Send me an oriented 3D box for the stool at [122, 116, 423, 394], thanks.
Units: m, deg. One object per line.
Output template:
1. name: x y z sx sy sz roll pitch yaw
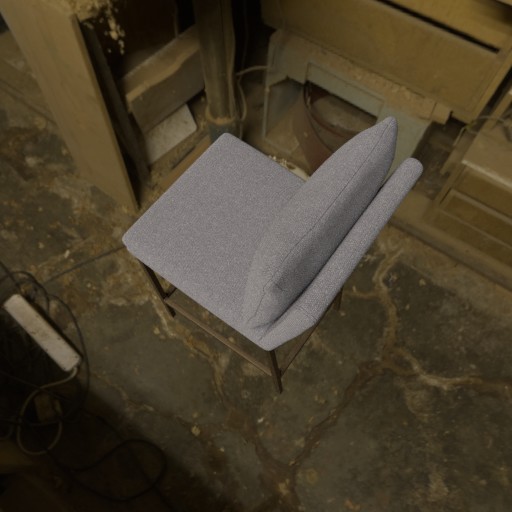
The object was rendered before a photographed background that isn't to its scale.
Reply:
1. stool: 0.000 0.000 1.318 0.569 1.031 0.463 34 69 15
